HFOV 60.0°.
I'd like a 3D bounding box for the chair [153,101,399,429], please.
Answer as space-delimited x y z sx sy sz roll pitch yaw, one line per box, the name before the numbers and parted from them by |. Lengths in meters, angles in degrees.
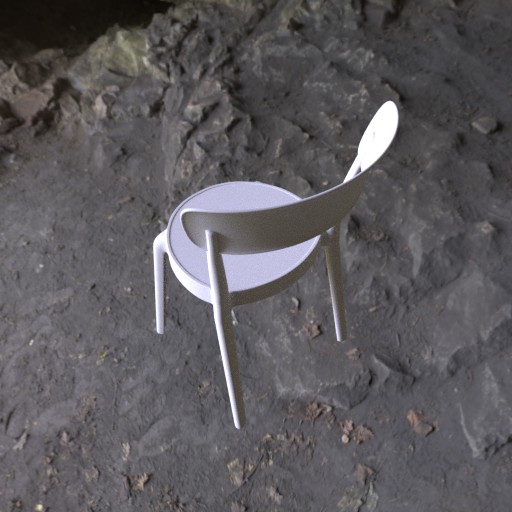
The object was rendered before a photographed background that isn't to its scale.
chair | 0.000 0.000 1.134 0.506 0.790 0.491 -33 55 -26
